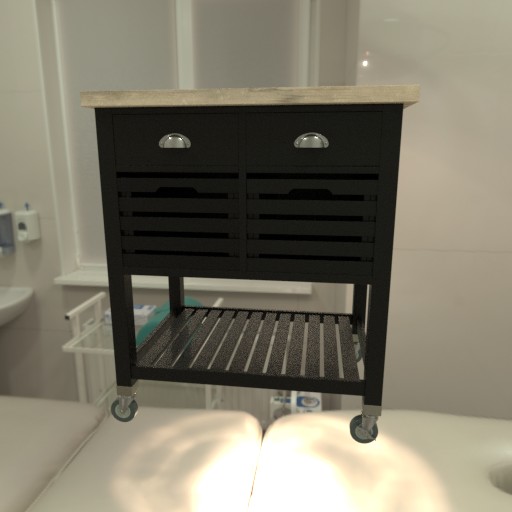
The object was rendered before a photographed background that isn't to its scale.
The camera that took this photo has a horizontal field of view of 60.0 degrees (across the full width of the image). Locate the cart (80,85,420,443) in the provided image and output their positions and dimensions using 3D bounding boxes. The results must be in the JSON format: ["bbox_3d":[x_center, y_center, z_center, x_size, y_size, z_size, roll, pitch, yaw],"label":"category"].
[{"bbox_3d":[0.000,0.000,1.391,0.797,0.920,0.567,2,13,8],"label":"cart"}]
